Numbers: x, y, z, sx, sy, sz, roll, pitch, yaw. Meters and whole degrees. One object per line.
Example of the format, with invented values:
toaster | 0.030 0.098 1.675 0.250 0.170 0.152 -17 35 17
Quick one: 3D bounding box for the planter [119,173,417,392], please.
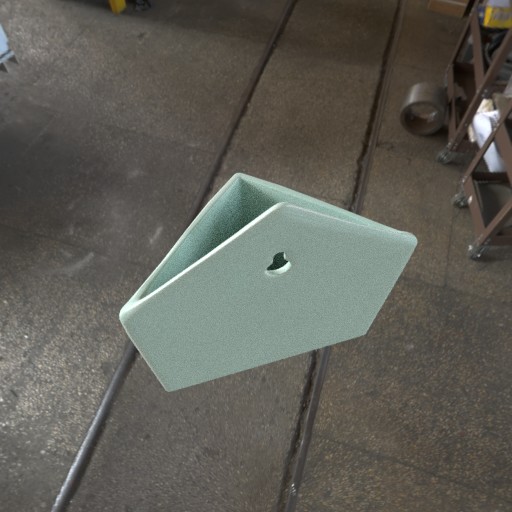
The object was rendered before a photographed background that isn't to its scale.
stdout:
planter | 0.000 0.000 0.279 0.164 0.197 0.079 -14 60 -8
